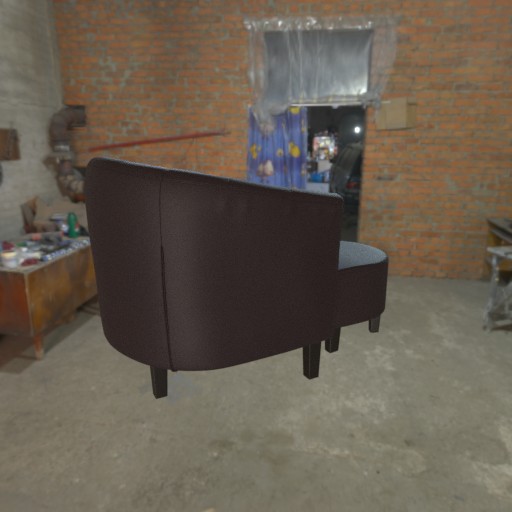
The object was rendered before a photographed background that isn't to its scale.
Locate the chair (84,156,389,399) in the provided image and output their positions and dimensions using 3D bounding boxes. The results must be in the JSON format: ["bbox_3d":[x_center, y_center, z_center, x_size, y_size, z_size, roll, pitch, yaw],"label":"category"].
[{"bbox_3d":[0.000,0.000,1.707,1.191,0.760,0.763,-7,16,-27],"label":"chair"}]
